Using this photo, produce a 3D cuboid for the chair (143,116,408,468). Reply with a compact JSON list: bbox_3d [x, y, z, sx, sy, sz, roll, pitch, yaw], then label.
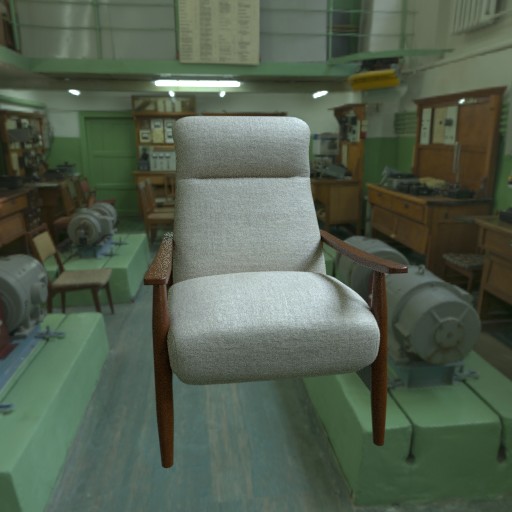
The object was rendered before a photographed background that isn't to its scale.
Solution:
[{"bbox_3d":[0.000,0.000,1.745,0.762,1.082,1.014,-2,16,-8],"label":"chair"}]
